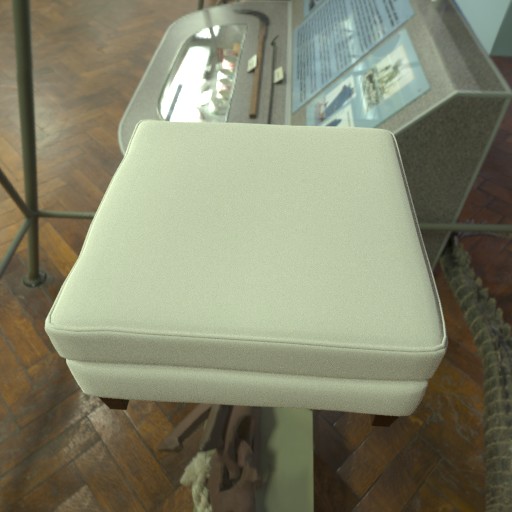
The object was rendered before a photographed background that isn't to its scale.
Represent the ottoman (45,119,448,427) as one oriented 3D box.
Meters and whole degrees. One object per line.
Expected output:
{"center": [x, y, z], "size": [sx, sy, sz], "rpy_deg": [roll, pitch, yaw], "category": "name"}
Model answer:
{"center": [0.000, 0.000, 1.289], "size": [0.838, 0.479, 0.838], "rpy_deg": [3, 47, 3], "category": "ottoman"}
